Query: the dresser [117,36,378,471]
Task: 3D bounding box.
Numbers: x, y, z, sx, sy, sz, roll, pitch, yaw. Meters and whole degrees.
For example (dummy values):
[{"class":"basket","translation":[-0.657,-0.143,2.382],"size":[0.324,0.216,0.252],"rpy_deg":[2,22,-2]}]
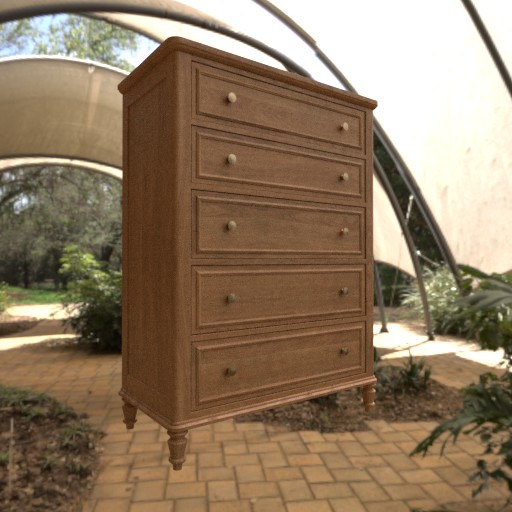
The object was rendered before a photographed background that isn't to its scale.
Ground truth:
[{"class":"dresser","translation":[0.000,0.000,1.797],"size":[0.973,1.318,0.484],"rpy_deg":[0,-1,-36]}]
